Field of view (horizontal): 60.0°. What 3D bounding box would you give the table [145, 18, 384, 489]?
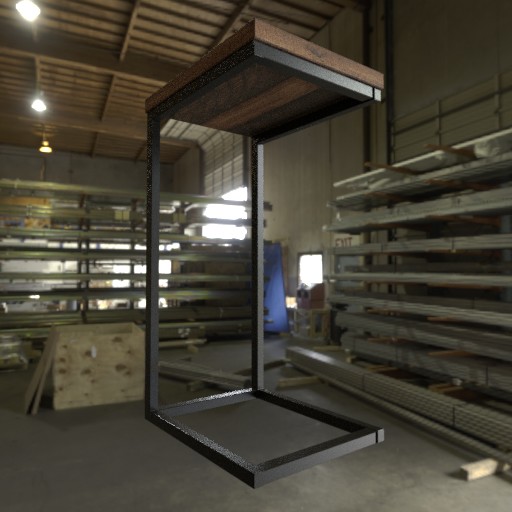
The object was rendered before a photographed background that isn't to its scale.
[{"bbox_3d":[0.000,0.000,0.931,0.323,0.718,0.414,2,-3,-37],"label":"table"}]
